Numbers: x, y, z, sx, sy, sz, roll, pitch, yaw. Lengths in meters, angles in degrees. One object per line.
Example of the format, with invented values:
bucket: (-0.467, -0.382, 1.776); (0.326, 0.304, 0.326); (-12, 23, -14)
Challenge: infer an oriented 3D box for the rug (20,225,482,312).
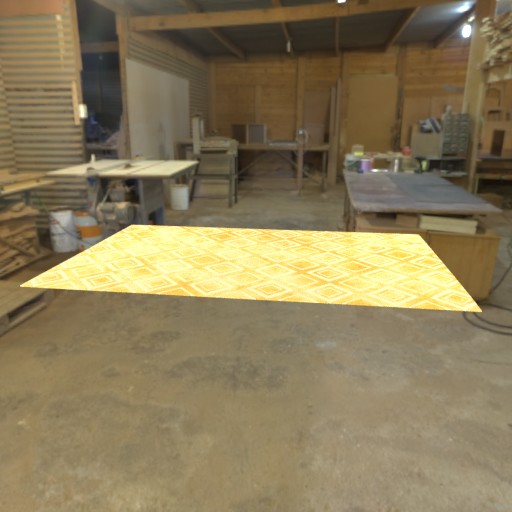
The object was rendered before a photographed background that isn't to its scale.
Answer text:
rug: (0.000, 0.000, 3.004); (2.424, 0.010, 1.511); (2, 17, 8)
